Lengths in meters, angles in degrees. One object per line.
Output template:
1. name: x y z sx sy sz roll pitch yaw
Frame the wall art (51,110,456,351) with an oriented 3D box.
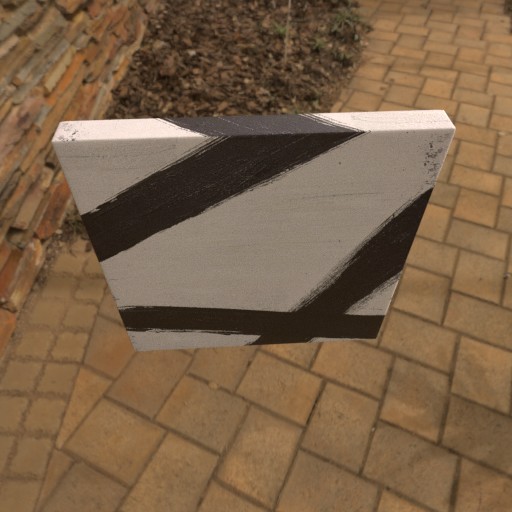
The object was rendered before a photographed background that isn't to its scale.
1. wall art: 0.000 0.000 0.756 0.507 0.508 0.050 -2 48 -2
